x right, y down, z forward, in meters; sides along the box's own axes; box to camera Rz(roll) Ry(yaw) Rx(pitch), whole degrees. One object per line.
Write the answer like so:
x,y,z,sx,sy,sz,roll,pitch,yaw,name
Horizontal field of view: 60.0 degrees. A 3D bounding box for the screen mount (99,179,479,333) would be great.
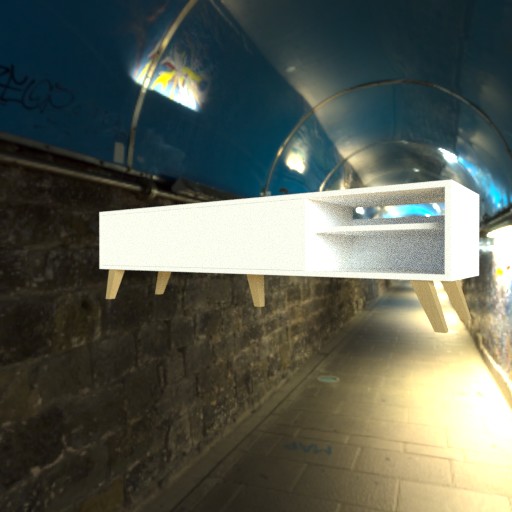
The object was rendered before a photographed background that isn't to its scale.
0.000,0.000,1.878,1.644,0.432,0.399,0,0,37,screen mount
